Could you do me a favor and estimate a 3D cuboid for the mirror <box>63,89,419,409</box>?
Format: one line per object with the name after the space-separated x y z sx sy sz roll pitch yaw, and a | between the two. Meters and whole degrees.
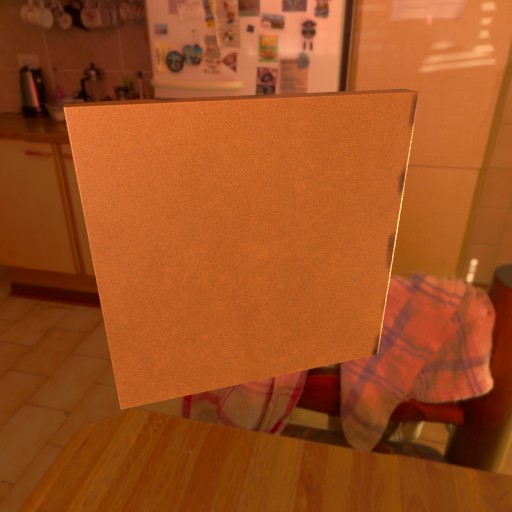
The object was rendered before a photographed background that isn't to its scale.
0.000 0.000 0.743 0.509 0.507 0.042 -8 28 -15 | mirror
